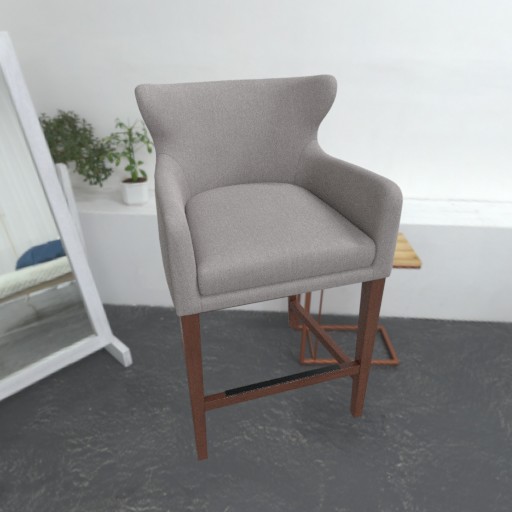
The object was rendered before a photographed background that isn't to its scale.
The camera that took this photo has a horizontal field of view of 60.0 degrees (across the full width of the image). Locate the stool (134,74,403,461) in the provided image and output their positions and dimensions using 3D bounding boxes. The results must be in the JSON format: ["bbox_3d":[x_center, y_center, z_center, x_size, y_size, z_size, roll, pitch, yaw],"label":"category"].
[{"bbox_3d":[0.000,0.000,1.325,0.575,0.951,0.575,-9,32,-15],"label":"stool"}]
